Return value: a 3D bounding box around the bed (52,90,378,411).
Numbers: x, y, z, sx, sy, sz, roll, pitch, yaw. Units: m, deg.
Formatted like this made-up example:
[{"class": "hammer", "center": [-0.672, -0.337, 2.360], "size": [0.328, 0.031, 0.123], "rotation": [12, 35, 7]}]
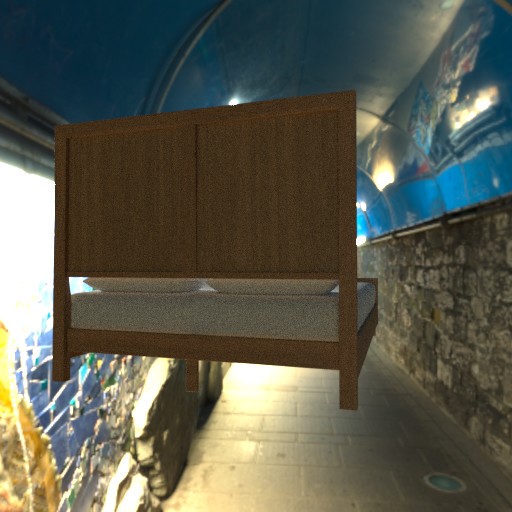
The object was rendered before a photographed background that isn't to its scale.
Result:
[{"class": "bed", "center": [0.000, 0.000, 3.198], "size": [1.606, 1.387, 2.184], "rotation": [0, -1, 18]}]
